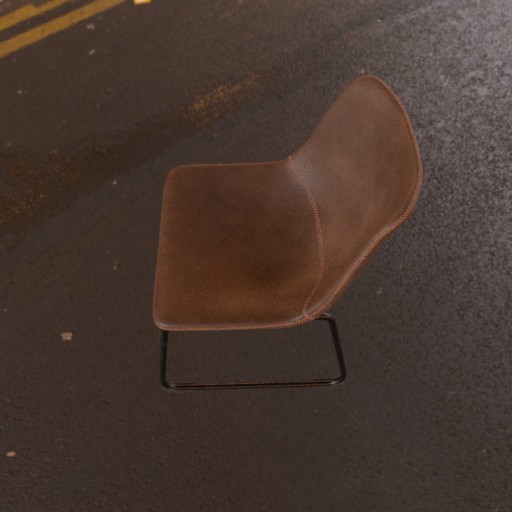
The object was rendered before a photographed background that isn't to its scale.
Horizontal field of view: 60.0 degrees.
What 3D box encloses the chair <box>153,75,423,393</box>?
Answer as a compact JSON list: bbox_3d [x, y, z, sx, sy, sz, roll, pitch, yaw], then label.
[{"bbox_3d":[0.000,0.000,1.082,0.551,0.780,0.460,-1,60,-1],"label":"chair"}]
